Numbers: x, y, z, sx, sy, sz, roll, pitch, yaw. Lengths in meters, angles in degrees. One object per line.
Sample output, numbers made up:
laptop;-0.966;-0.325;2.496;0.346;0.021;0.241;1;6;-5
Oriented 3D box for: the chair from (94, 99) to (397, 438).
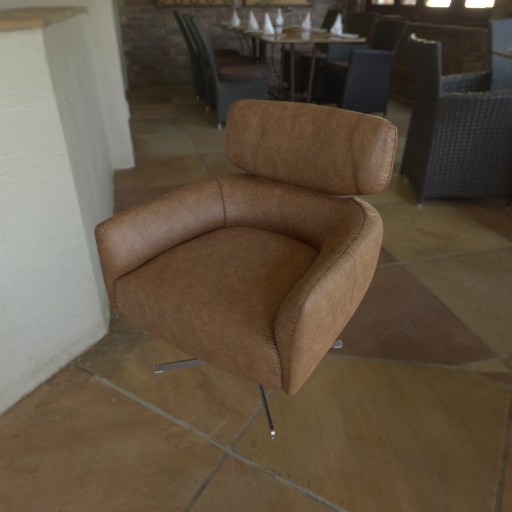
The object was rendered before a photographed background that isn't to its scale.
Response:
chair;0.000;0.000;1.381;0.706;0.812;0.715;19;35;29
